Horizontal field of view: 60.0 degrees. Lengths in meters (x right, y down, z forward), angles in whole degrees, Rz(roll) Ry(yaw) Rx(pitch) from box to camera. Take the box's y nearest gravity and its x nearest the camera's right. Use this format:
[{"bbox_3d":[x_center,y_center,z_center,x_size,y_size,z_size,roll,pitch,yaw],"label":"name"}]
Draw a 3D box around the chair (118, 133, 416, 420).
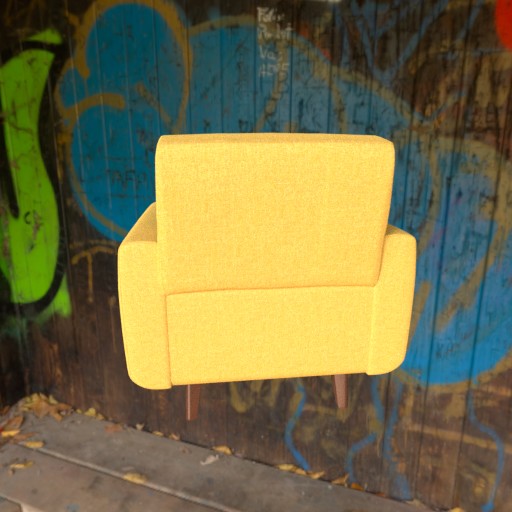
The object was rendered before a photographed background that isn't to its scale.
[{"bbox_3d":[0.000,0.000,1.581,0.831,0.841,0.909,-2,15,-7],"label":"chair"}]
